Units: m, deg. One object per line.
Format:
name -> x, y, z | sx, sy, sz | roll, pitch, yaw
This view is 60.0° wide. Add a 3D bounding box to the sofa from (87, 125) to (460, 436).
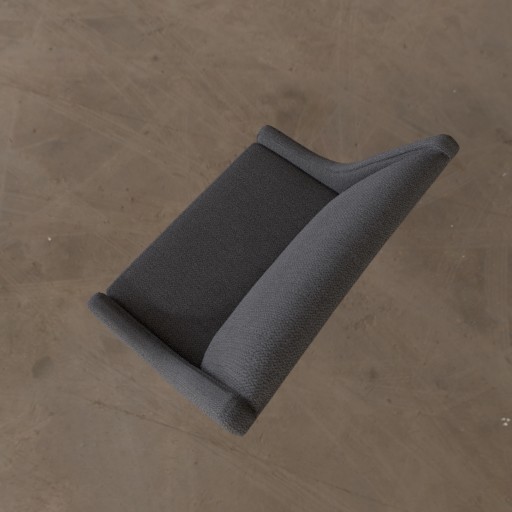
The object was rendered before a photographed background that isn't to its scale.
sofa -> 0.000, 0.000, 1.898 | 0.873, 1.022, 1.242 | 36, 70, 15
